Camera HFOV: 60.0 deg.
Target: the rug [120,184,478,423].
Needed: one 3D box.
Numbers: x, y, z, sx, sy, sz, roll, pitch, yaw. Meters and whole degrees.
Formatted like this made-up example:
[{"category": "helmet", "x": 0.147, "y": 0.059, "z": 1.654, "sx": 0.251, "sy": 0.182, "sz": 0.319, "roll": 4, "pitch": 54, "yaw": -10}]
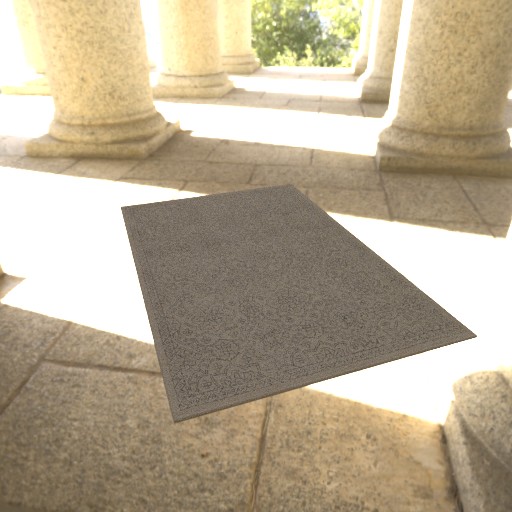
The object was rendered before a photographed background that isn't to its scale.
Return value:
[{"category": "rug", "x": 0.000, "y": 0.000, "z": 2.906, "sx": 1.524, "sy": 0.011, "sz": 2.286, "roll": -10, "pitch": 31, "yaw": -17}]
